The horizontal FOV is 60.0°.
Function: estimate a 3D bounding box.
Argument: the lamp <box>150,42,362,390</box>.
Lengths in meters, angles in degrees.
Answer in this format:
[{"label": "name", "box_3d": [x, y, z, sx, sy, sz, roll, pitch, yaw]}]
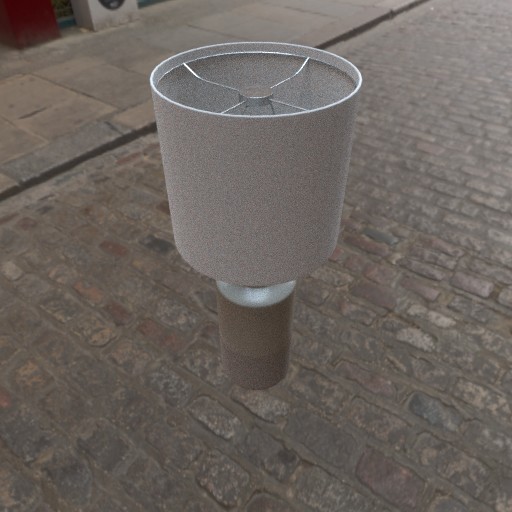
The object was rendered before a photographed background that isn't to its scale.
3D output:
[{"label": "lamp", "box_3d": [0.000, 0.000, 0.611, 0.212, 0.493, 0.212, 26, 48, 27]}]
